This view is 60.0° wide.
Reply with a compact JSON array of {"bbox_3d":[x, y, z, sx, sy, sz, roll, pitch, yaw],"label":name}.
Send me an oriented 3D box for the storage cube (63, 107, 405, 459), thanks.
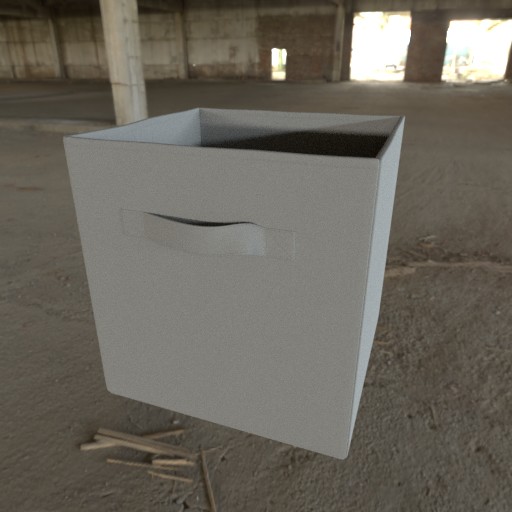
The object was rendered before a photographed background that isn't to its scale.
[{"bbox_3d":[0.000,0.000,0.491,0.270,0.280,0.270,9,26,19],"label":"storage cube"}]
